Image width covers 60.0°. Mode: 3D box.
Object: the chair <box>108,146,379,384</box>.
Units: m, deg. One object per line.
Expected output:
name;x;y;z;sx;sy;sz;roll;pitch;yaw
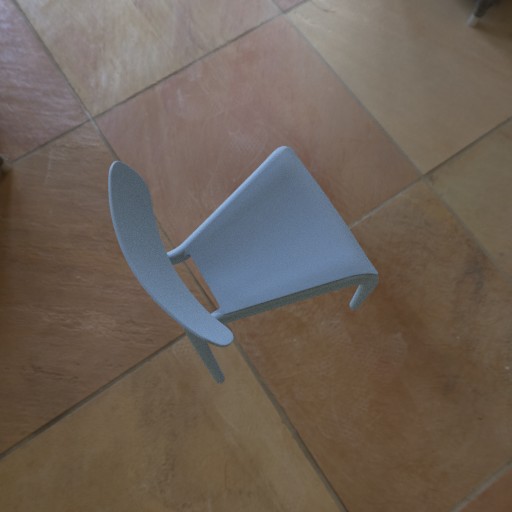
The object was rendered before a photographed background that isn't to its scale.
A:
chair;0.000;0.000;0.848;0.401;0.580;0.356;-30;76;-8
